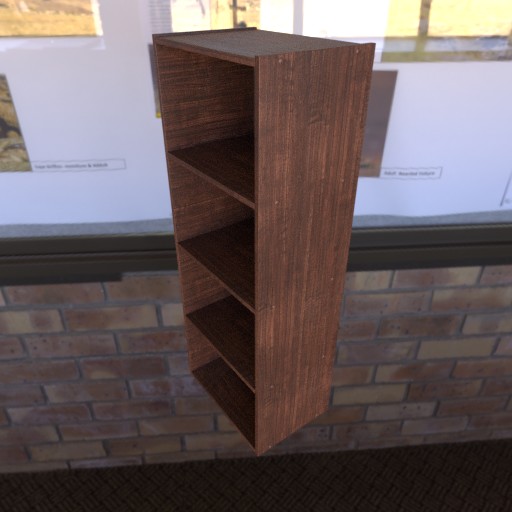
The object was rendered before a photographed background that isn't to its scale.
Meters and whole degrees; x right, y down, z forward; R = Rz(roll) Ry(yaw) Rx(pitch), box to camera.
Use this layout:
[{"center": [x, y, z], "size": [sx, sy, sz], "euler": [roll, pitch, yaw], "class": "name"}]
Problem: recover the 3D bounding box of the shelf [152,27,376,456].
[{"center": [0.000, 0.000, 1.239], "size": [0.290, 1.099, 0.415], "euler": [-22, 38, -30], "class": "shelf"}]
